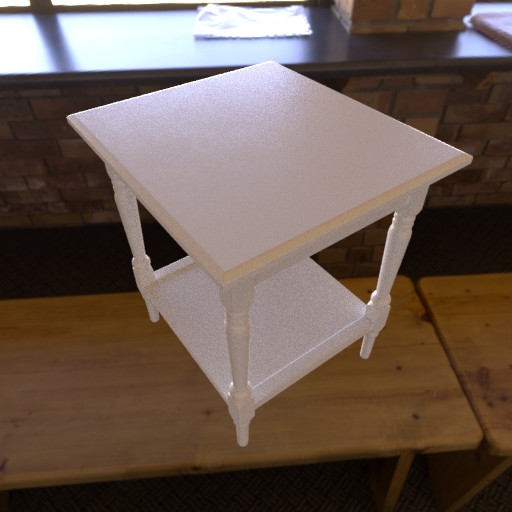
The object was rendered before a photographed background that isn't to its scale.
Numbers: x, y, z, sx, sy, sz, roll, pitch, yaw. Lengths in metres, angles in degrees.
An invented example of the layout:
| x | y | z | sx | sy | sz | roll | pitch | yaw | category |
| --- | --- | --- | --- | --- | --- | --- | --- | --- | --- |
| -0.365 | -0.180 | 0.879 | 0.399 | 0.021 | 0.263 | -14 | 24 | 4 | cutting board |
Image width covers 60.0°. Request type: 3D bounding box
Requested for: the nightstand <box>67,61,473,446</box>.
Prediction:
| x | y | z | sx | sy | sz | roll | pitch | yaw | category |
| --- | --- | --- | --- | --- | --- | --- | --- | --- | --- |
| 0.000 | 0.000 | 0.916 | 0.459 | 0.555 | 0.505 | -26 | 49 | -26 | nightstand |
